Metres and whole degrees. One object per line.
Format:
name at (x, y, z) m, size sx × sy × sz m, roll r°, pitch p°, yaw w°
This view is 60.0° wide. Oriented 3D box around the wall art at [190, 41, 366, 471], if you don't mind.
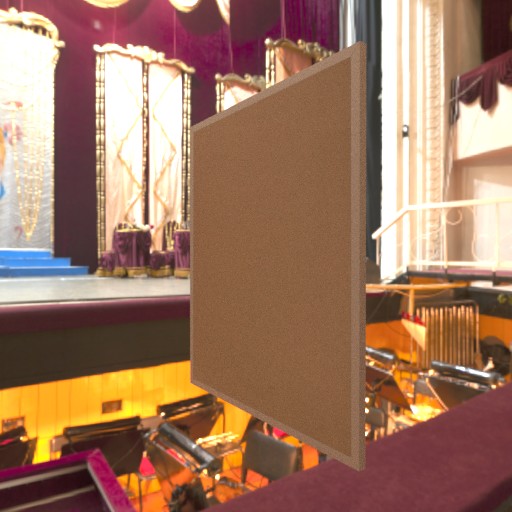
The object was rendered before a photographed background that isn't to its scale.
wall art at (0.000, 0.000, 0.773) m, size 0.012 × 0.557 × 0.482 m, roll 0°, pitch 0°, yaw -35°
